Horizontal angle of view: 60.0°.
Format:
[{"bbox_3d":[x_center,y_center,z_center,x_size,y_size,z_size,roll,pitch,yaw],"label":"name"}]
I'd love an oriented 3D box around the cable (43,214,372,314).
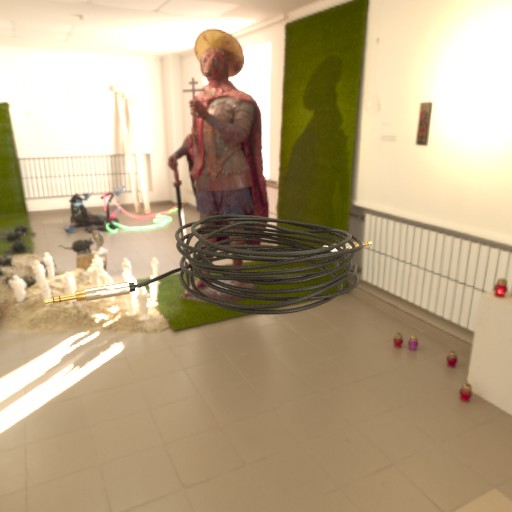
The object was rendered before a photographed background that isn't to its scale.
[{"bbox_3d":[0.000,0.000,0.491,0.432,0.069,0.198,-9,19,-26],"label":"cable"}]
